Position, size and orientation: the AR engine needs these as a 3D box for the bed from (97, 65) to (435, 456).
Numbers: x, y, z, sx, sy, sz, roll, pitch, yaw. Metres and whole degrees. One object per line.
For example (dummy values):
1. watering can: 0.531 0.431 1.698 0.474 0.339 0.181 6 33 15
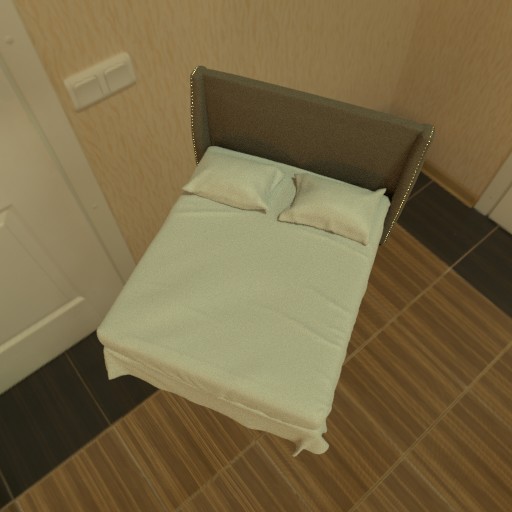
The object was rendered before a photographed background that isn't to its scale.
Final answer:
1. bed: 0.000 0.000 3.374 1.925 1.332 2.276 19 61 11
